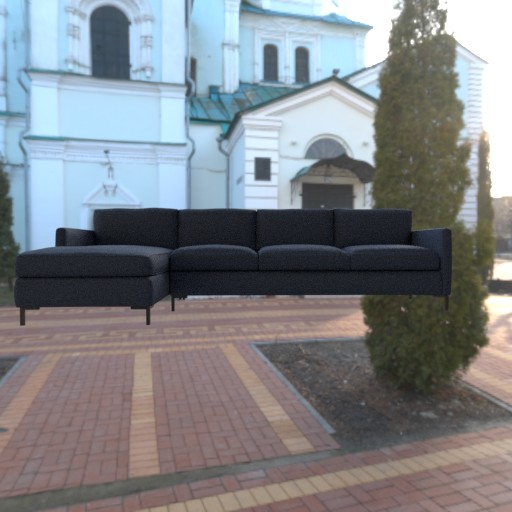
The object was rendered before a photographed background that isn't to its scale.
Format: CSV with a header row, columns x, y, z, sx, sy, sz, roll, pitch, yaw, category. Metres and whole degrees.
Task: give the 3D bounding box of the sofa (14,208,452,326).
x,y,z,sx,sy,sz,roll,pitch,yaw,category
0.000,0.000,2.771,2.445,0.673,1.125,0,1,-2,sofa
